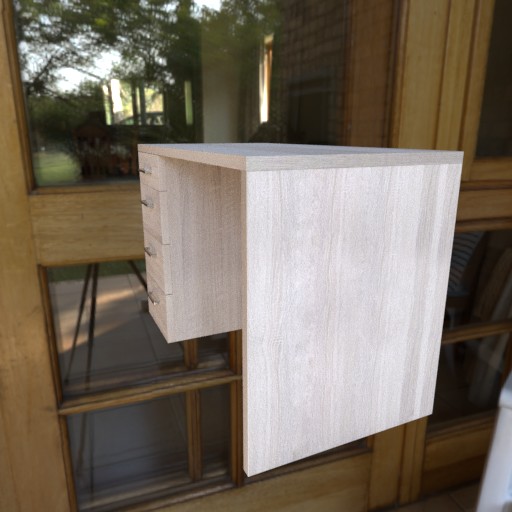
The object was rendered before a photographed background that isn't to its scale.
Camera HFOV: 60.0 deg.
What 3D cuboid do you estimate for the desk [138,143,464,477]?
[{"bbox_3d":[0.000,0.000,1.530,0.600,0.731,1.100,-7,17,-24],"label":"desk"}]
